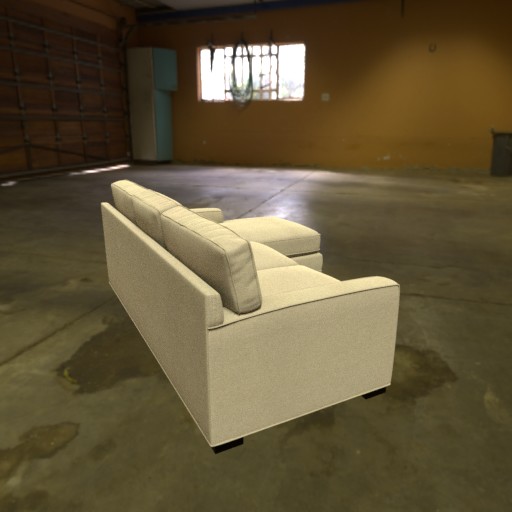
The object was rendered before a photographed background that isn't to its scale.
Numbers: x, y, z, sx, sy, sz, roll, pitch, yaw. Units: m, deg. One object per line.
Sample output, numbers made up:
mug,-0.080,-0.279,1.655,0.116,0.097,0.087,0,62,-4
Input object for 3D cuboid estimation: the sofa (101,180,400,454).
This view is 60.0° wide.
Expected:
sofa,0.000,0.000,2.796,1.496,0.861,2.087,-9,19,-27
